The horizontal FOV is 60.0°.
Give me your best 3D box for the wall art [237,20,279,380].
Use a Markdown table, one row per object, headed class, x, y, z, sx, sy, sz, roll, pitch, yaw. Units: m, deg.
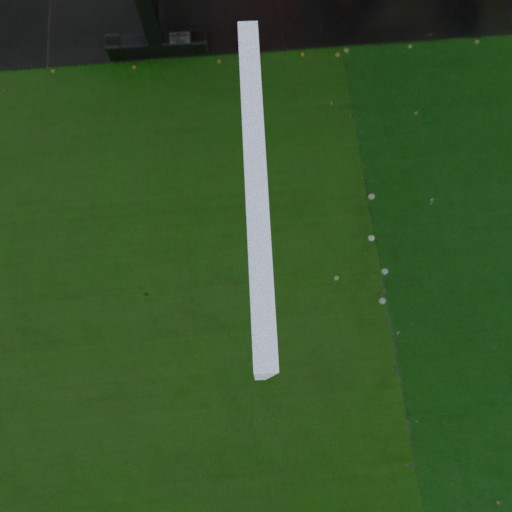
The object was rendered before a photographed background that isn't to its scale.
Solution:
| class | x | y | z | sx | sy | sz | roll | pitch | yaw |
| --- | --- | --- | --- | --- | --- | --- | --- | --- | --- |
| wall art | 0.000 | 0.000 | 1.146 | 0.037 | 0.916 | 0.610 | -3 | 74 | -1 |
